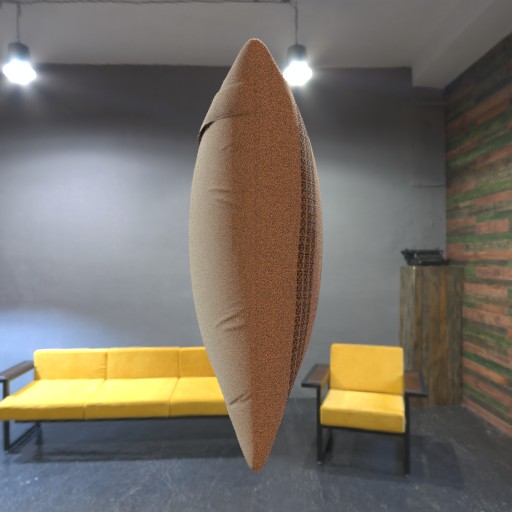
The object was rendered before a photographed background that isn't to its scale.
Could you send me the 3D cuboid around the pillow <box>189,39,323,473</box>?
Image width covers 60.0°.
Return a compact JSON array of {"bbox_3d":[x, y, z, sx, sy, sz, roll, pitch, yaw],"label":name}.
[{"bbox_3d":[0.000,0.000,0.608,0.173,0.406,0.405,0,0,0],"label":"pillow"}]
